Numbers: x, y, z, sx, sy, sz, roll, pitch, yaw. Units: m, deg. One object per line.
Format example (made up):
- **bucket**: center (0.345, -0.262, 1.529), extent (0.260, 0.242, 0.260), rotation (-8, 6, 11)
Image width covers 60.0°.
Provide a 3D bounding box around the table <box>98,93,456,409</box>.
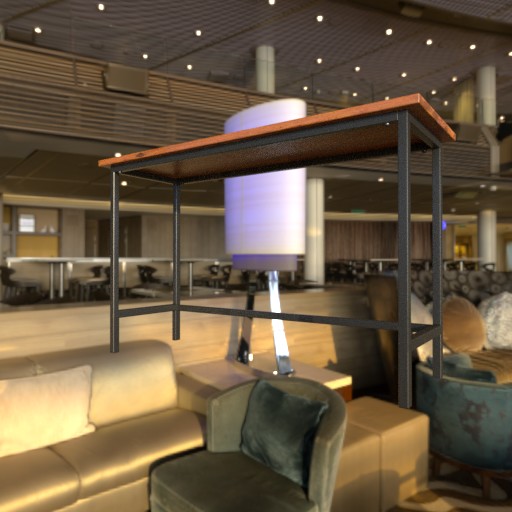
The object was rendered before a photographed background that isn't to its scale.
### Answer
- **table**: center (0.000, 0.000, 1.528), extent (1.204, 0.740, 0.408), rotation (0, -1, 35)
